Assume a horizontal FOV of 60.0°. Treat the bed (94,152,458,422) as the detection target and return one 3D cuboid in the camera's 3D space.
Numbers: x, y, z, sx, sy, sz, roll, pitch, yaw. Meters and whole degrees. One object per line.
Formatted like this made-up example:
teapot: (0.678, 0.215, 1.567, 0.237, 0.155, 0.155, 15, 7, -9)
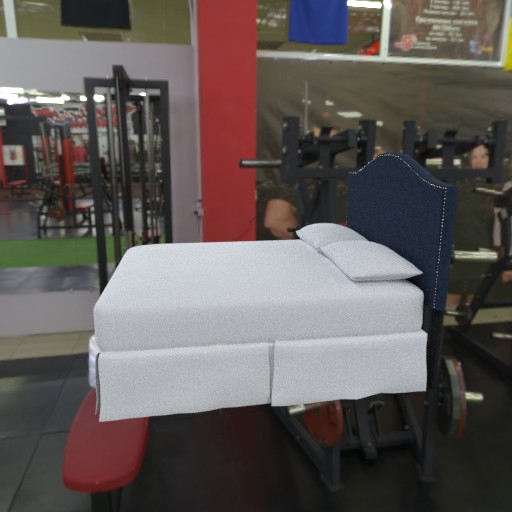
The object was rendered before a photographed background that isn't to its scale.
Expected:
bed: (0.000, 0.000, 3.324, 2.153, 1.518, 1.725, -2, 14, -8)
